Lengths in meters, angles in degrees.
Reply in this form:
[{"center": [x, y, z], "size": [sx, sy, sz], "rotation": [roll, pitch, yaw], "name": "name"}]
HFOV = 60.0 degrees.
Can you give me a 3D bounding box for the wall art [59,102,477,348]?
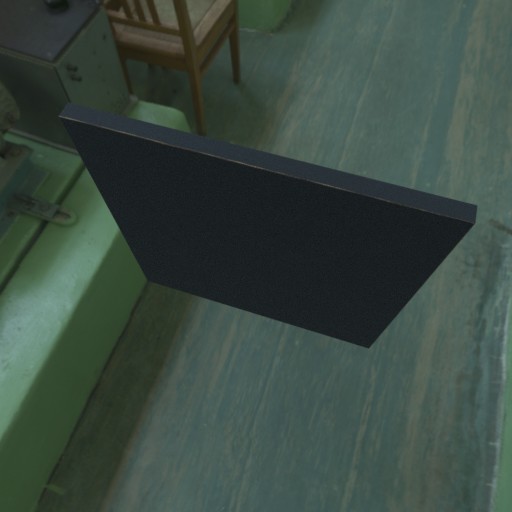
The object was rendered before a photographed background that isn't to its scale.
[{"center": [0.000, 0.000, 1.121], "size": [0.762, 0.762, 0.038], "rotation": [16, 64, 8], "name": "wall art"}]
